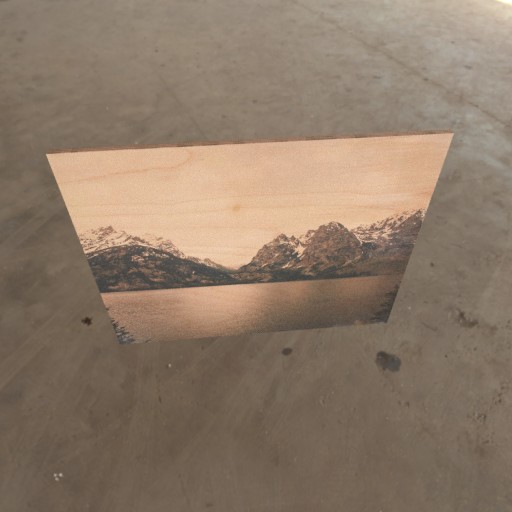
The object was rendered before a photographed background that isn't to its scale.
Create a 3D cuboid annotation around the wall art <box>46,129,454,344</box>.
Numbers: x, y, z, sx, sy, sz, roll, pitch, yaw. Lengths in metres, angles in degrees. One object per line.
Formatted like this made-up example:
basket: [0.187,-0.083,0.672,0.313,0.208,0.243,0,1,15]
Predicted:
wall art: [0.000,0.000,0.698,0.508,0.408,0.010,-4,46,-4]
